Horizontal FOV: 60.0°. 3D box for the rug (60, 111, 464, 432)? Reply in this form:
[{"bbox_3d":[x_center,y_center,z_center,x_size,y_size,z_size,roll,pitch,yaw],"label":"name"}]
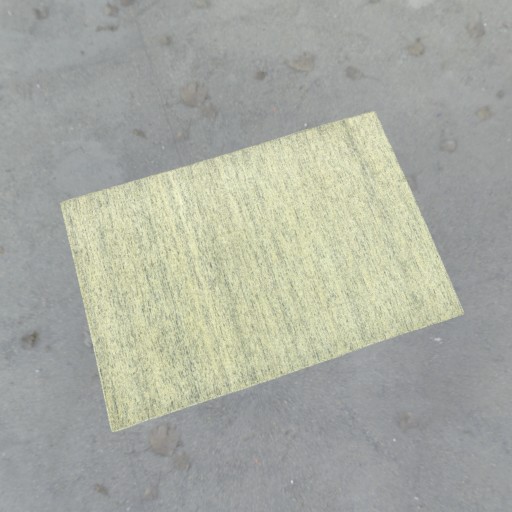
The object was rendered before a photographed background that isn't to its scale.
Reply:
[{"bbox_3d":[0.000,0.000,2.340,1.846,0.014,1.243,-17,76,-4],"label":"rug"}]
